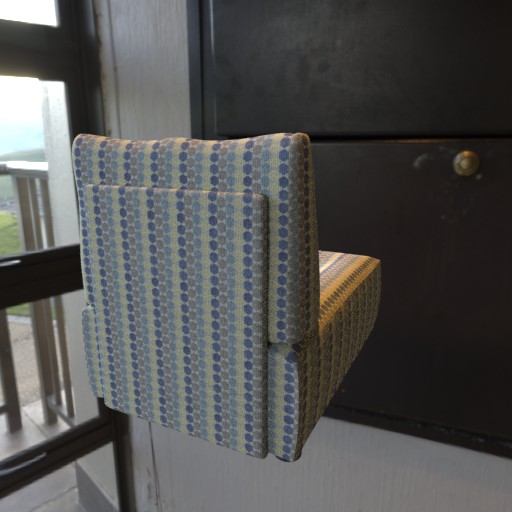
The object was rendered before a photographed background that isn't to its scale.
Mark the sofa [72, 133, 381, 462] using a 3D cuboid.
[{"bbox_3d":[0.000,0.000,1.561,0.700,0.820,1.000,7,16,25],"label":"sofa"}]
